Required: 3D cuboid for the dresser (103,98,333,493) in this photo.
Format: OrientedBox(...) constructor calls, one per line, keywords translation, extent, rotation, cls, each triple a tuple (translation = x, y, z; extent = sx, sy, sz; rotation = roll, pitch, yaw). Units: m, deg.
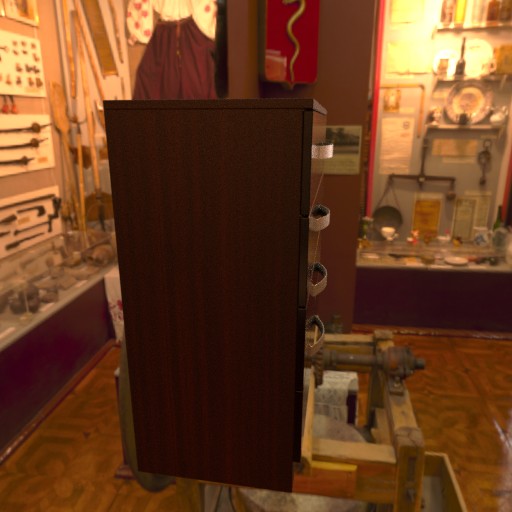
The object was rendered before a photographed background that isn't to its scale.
OrientedBox(translation=(0.000, 0.000, 1.128), extent=(0.360, 0.720, 0.750), rotation=(3, 17, 10), cls="dresser")
